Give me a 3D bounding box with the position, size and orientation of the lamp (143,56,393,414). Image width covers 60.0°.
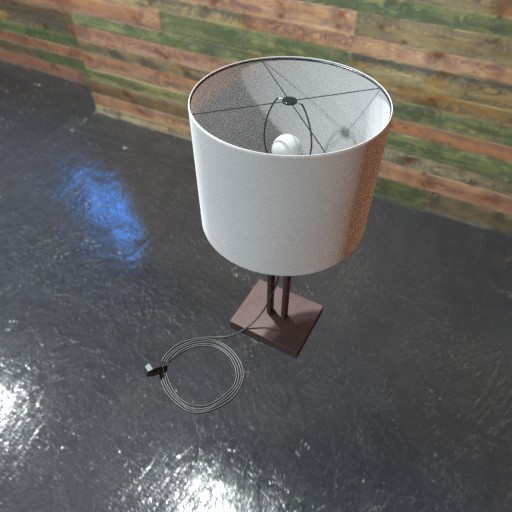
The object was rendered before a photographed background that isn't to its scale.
[{"bbox_3d":[0.000,0.000,0.975,0.396,0.668,0.525,22,50,19],"label":"lamp"}]
